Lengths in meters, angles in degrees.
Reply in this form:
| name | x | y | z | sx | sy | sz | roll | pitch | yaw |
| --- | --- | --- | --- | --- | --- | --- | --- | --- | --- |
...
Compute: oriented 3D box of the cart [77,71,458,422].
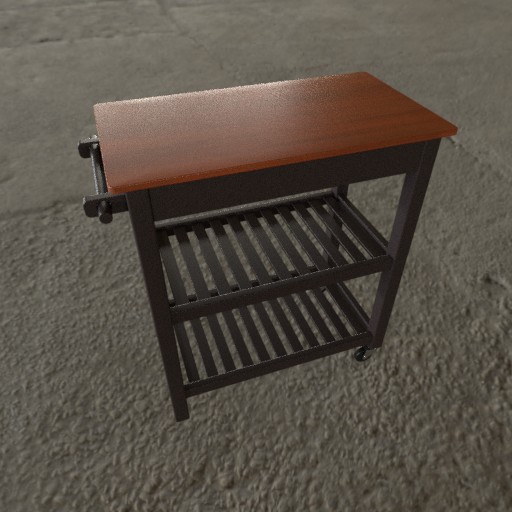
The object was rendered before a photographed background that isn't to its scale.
| name | x | y | z | sx | sy | sz | roll | pitch | yaw |
| --- | --- | --- | --- | --- | --- | --- | --- | --- | --- |
| cart | 0.000 | 0.000 | 1.432 | 0.899 | 0.927 | 0.457 | -13 | 42 | -15 |
